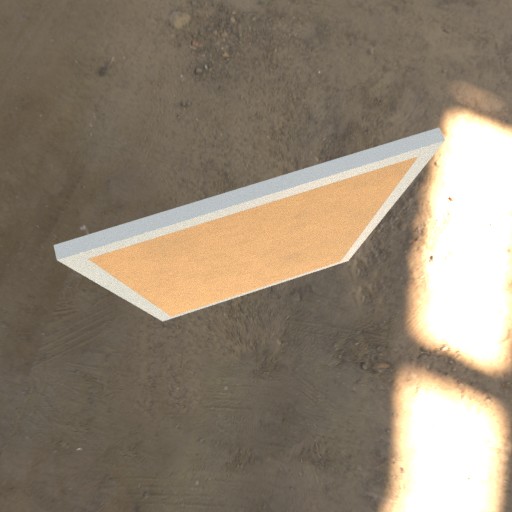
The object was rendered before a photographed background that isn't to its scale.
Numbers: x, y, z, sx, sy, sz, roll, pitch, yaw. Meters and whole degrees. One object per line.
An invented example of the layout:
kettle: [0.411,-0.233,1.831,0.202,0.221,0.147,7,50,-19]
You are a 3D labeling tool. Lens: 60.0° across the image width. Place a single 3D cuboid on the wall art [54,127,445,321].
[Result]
wall art: [0.000,0.000,1.112,0.661,0.811,0.026,-18,76,-5]
